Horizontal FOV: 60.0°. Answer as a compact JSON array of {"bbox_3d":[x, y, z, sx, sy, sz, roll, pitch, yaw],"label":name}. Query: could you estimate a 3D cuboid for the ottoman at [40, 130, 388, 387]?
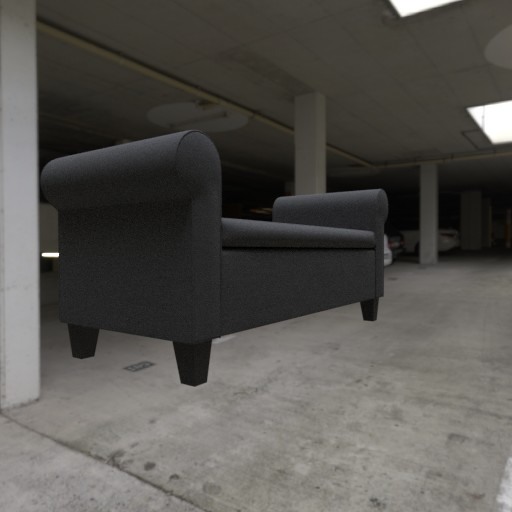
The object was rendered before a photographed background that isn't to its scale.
[{"bbox_3d":[0.000,0.000,1.534,0.521,0.547,1.256,1,1,35],"label":"ottoman"}]
